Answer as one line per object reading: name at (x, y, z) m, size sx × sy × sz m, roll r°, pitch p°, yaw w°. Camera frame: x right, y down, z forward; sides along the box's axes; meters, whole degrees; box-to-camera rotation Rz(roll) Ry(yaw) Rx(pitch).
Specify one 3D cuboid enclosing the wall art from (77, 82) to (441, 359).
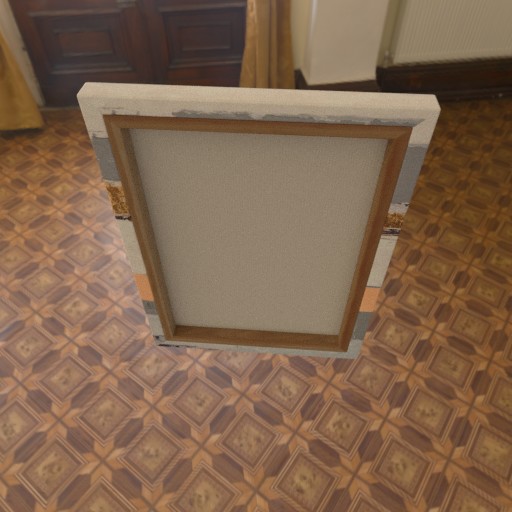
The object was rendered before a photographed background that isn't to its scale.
wall art at (0.000, 0.000, 0.788) m, size 0.456 × 0.609 × 0.038 m, roll 3°, pitch 48°, yaw 3°
